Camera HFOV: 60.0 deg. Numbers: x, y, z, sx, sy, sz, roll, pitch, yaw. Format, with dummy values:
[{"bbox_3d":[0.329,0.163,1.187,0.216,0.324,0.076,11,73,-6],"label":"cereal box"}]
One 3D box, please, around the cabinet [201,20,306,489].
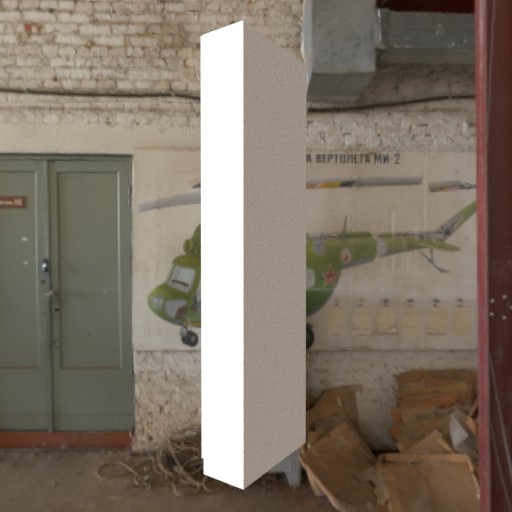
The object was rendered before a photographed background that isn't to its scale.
[{"bbox_3d":[0.000,0.000,1.962,0.230,1.790,0.500,1,1,35],"label":"cabinet"}]
